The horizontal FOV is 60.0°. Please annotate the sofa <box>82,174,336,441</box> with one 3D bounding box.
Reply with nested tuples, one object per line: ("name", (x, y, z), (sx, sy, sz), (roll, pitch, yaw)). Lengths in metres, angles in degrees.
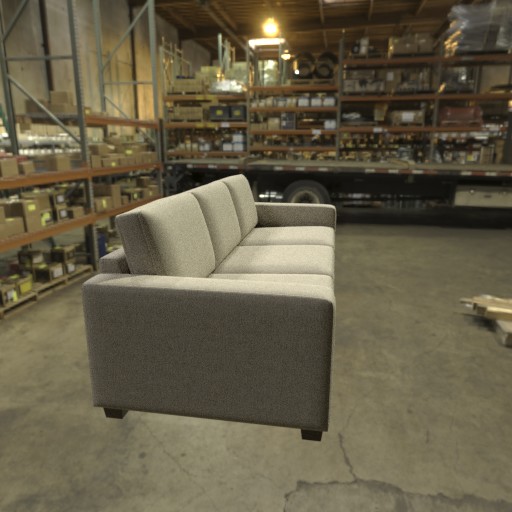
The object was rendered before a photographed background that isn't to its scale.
("sofa", (0.000, 0.000, 2.540), (0.900, 0.800, 2.160), (3, 15, 10))
